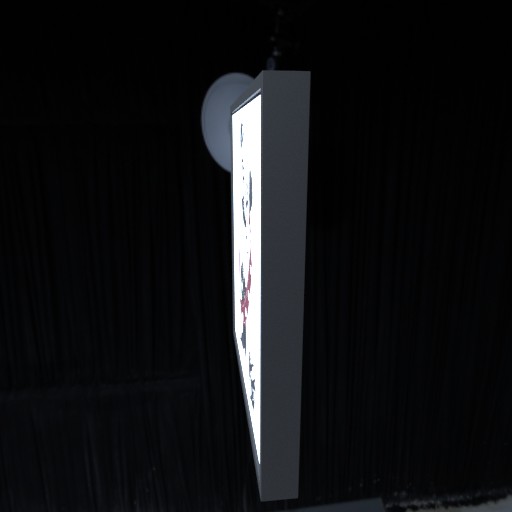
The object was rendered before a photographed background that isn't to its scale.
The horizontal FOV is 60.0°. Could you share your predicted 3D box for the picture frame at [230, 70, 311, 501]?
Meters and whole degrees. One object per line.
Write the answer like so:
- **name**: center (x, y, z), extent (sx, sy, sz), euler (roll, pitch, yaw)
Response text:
- **picture frame**: center (0.000, 0.000, 0.463), extent (0.030, 0.317, 0.317), euler (-2, 15, -7)
